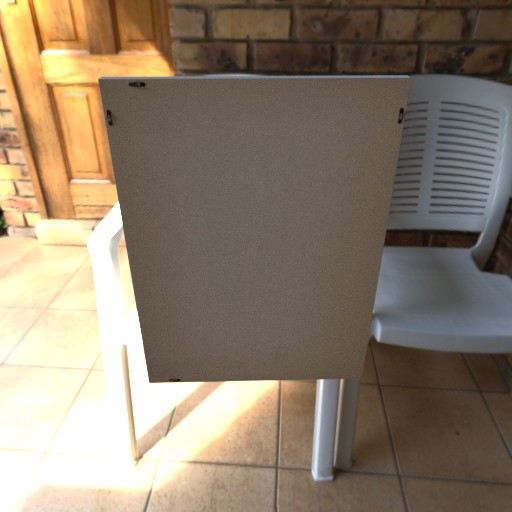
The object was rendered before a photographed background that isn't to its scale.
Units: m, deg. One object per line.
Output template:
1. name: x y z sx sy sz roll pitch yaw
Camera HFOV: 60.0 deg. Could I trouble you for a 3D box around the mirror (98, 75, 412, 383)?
1. mirror: 0.000 0.000 1.344 0.762 1.016 0.040 -1 30 -1
